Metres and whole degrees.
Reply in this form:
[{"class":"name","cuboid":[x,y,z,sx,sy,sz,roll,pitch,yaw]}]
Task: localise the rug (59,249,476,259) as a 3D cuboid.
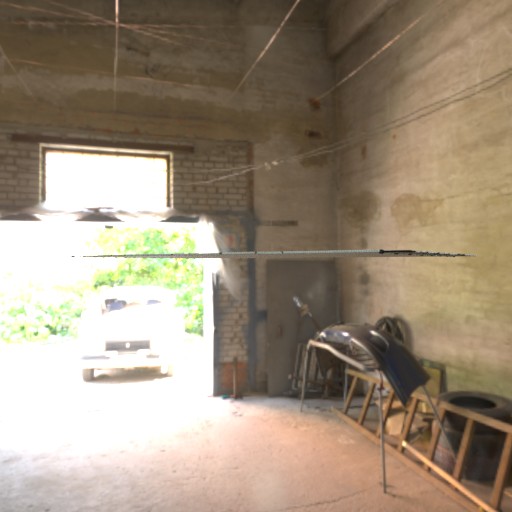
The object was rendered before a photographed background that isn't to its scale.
[{"class":"rug","cuboid":[0.000,0.000,3.285,2.755,0.021,1.524,-1,-1,36]}]
